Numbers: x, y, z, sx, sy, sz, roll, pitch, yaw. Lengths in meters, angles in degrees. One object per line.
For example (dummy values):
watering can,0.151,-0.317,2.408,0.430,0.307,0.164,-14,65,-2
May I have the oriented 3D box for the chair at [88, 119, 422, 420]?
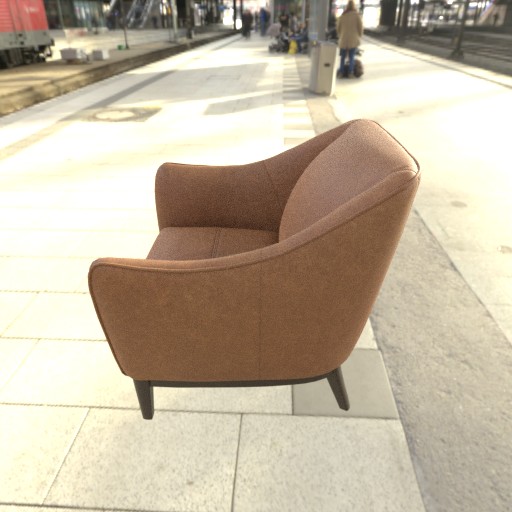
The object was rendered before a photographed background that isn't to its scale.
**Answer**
chair,0.000,0.000,1.539,0.852,0.830,0.871,0,29,1
